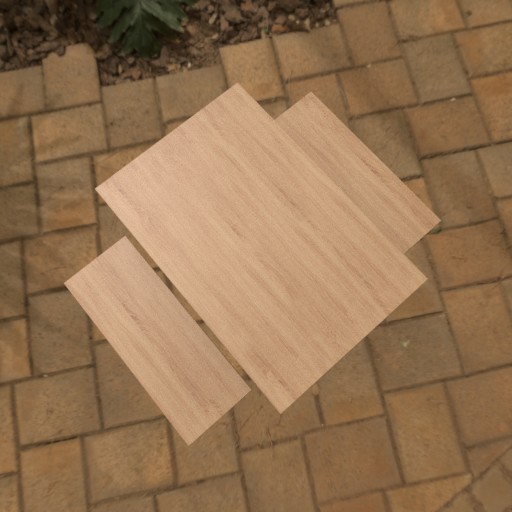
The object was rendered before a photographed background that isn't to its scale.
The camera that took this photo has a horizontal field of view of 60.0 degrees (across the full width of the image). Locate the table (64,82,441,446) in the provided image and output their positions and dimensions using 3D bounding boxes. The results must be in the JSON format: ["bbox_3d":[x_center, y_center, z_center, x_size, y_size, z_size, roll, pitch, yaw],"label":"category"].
[{"bbox_3d":[0.000,0.000,2.027,1.443,0.700,1.100,-40,79,-9],"label":"table"}]
